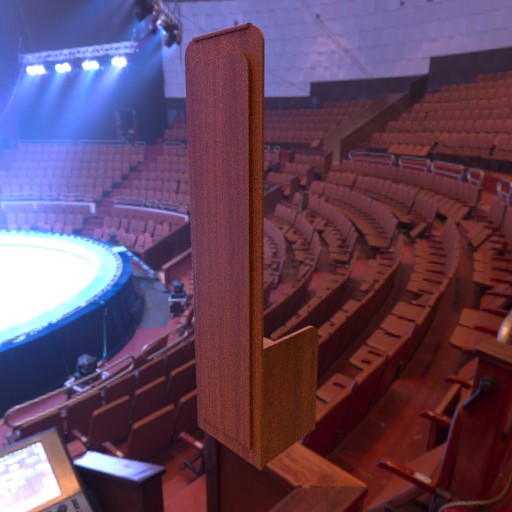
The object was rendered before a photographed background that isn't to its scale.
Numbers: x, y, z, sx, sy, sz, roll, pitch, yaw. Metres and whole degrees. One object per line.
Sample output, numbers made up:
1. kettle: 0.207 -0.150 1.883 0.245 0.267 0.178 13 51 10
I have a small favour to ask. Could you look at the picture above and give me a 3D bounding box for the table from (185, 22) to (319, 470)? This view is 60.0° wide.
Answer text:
1. table: 0.000 0.000 2.033 0.450 1.830 0.420 14 20 43
